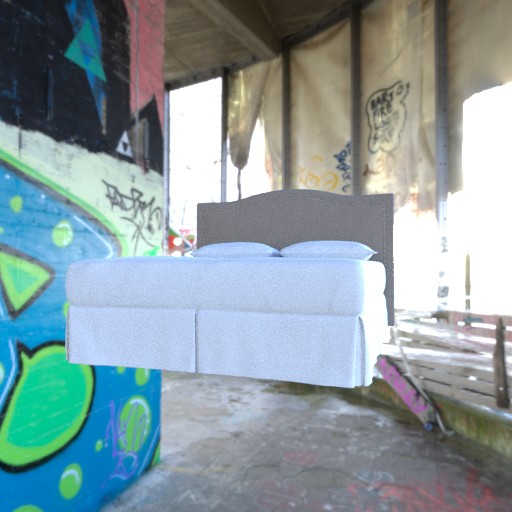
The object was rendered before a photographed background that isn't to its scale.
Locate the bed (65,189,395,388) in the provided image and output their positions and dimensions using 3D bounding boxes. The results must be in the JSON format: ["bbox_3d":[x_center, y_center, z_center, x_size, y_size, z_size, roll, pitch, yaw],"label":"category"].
[{"bbox_3d":[0.000,0.000,3.588,2.083,1.421,2.182,0,-1,19],"label":"bed"}]
